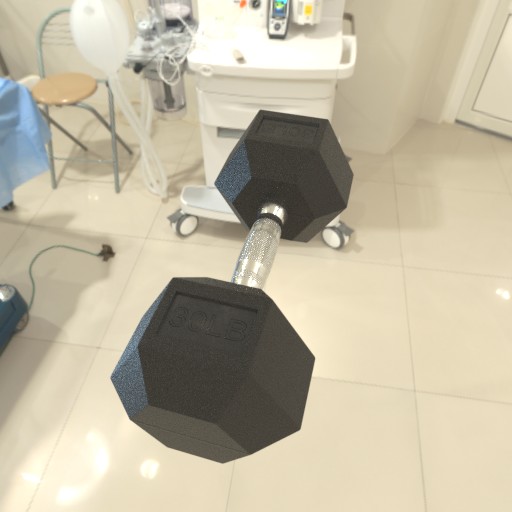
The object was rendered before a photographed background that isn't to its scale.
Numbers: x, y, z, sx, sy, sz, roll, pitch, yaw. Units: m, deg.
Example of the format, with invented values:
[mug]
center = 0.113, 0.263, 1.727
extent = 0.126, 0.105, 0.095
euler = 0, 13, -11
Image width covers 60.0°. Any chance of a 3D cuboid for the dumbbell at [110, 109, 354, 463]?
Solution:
[dumbbell]
center = 0.000, 0.000, 0.404
extent = 0.142, 0.123, 0.337
euler = 12, 49, 10
